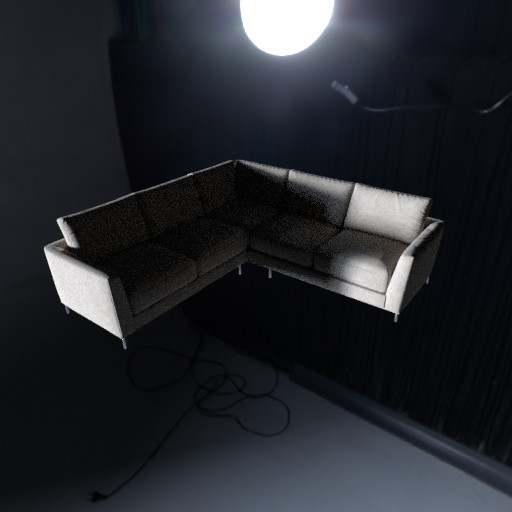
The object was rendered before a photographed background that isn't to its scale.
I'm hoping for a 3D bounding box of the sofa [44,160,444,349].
[{"bbox_3d":[0.000,0.000,3.780,2.438,0.864,2.438,19,33,32],"label":"sofa"}]
